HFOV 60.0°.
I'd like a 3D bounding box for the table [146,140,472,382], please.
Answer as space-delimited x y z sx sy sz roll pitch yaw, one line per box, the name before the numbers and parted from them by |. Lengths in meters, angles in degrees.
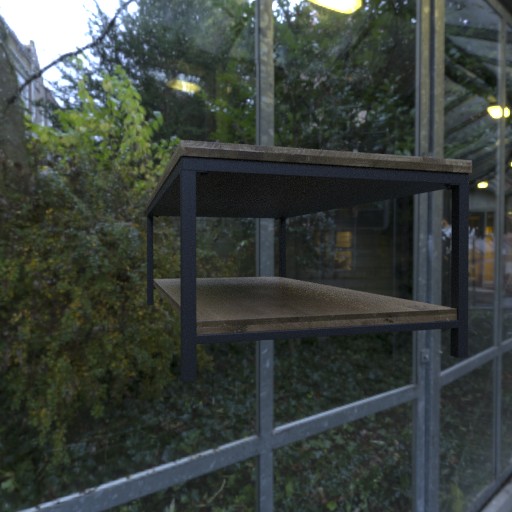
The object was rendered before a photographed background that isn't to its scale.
table | 0.000 0.000 1.307 0.574 0.393 1.062 0 1 -17
